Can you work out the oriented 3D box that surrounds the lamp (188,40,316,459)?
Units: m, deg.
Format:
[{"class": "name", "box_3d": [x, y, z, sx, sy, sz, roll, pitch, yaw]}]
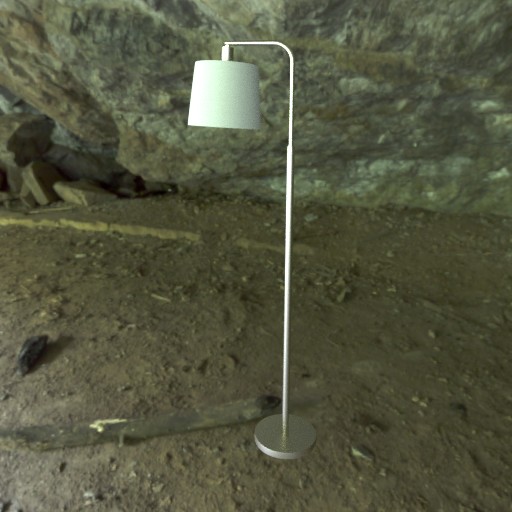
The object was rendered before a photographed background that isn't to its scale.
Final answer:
[{"class": "lamp", "box_3d": [0.000, 0.000, 1.641, 0.508, 1.478, 0.254, 7, 17, 26]}]
